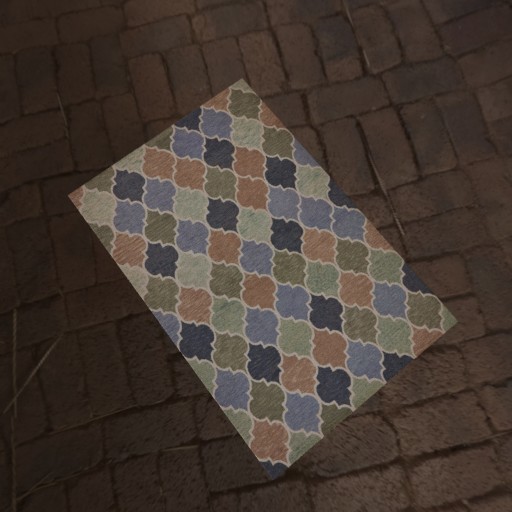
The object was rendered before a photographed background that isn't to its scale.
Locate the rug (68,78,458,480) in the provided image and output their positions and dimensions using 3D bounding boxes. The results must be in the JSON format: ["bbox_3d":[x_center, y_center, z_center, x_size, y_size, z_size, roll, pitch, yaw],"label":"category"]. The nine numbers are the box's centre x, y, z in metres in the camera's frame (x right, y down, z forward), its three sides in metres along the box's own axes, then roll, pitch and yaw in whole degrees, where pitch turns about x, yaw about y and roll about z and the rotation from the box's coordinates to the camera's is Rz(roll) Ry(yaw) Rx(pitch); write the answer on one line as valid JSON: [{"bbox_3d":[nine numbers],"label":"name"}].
[{"bbox_3d":[0.000,0.000,2.964,1.521,0.006,2.284,-37,79,-9],"label":"rug"}]
